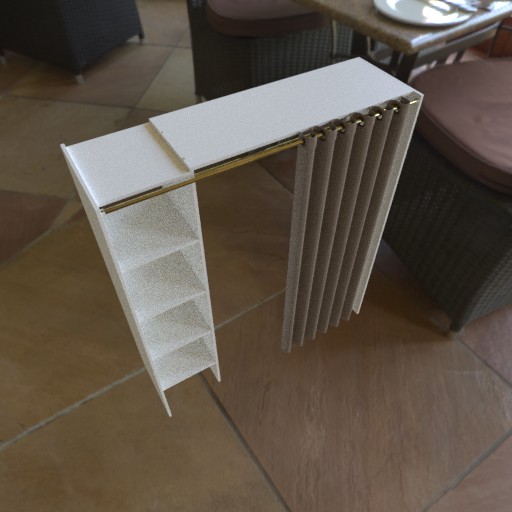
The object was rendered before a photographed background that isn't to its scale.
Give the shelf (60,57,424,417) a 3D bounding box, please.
[{"bbox_3d":[0.000,0.000,2.646,1.600,1.820,0.500,-24,52,-20],"label":"shelf"}]
